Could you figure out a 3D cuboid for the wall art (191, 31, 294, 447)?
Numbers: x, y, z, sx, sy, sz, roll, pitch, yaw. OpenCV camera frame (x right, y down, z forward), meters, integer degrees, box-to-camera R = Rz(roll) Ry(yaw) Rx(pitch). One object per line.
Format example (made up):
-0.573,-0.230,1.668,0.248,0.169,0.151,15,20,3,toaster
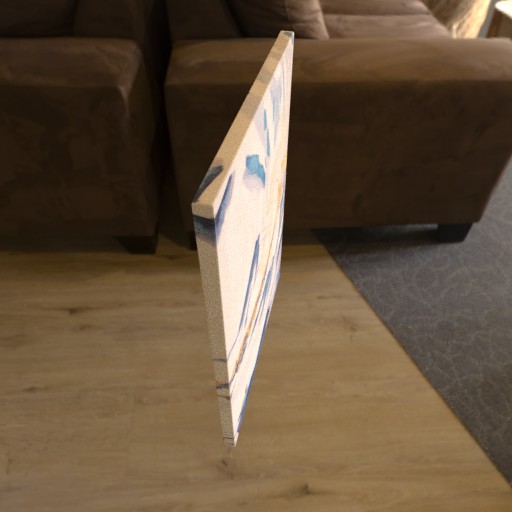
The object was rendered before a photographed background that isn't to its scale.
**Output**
0.000,0.000,1.328,0.038,1.015,0.761,10,47,9,wall art
